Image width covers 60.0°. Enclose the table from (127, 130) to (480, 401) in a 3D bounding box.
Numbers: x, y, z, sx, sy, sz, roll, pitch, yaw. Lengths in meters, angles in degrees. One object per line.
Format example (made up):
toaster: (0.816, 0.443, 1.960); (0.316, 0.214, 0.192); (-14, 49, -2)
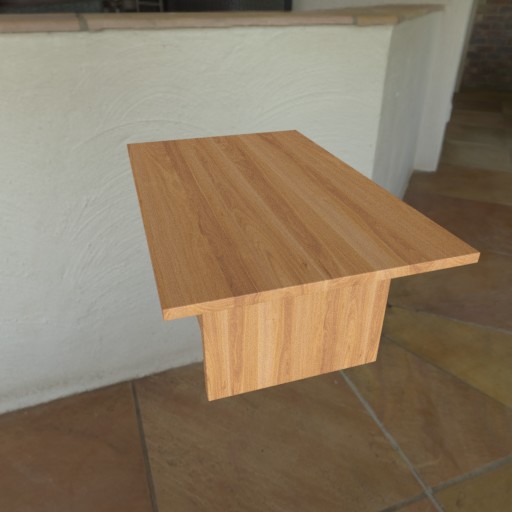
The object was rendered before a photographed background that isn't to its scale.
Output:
table: (0.000, 0.000, 1.474); (0.700, 0.510, 1.100); (-9, 32, -15)
